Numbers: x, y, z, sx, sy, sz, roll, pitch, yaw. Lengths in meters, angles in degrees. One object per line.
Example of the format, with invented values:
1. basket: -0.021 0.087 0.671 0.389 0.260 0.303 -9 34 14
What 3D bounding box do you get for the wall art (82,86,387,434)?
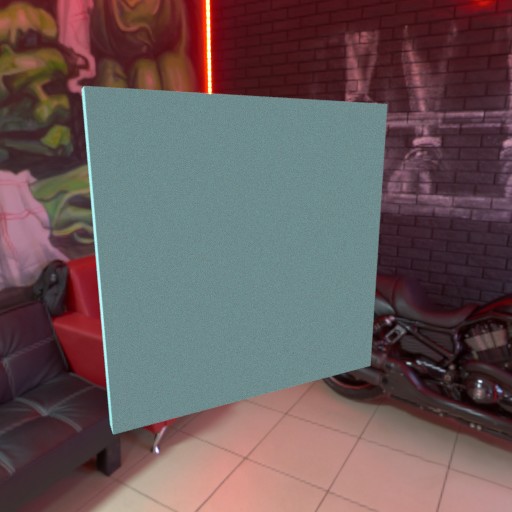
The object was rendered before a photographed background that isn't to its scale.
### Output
1. wall art: 0.000 0.000 0.890 0.603 0.603 0.036 -7 15 -26
